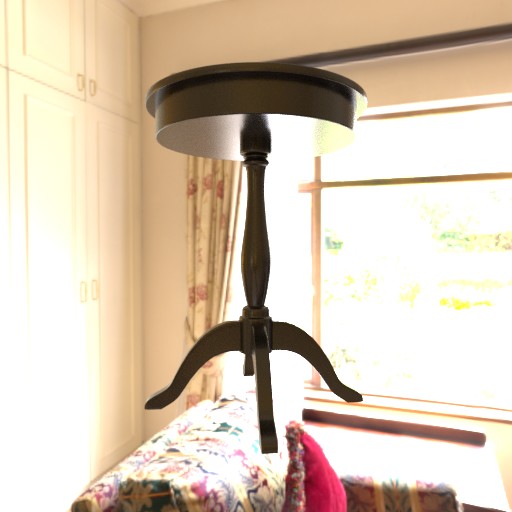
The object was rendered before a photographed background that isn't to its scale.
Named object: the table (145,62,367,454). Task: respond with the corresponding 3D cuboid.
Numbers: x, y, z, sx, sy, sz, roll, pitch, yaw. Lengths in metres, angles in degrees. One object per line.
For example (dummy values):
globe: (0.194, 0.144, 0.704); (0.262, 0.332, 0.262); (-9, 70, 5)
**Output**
table: (0.000, 0.000, 0.989); (0.481, 0.665, 0.481); (0, 1, 0)
